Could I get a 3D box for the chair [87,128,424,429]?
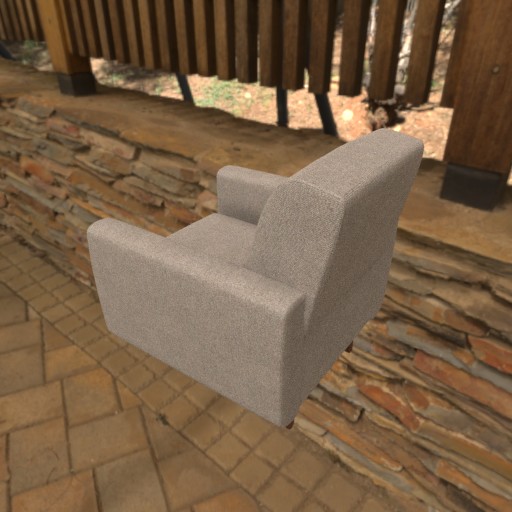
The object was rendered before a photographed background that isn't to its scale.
[{"bbox_3d":[0.000,0.000,1.698,0.942,0.968,0.845,20,36,30],"label":"chair"}]
